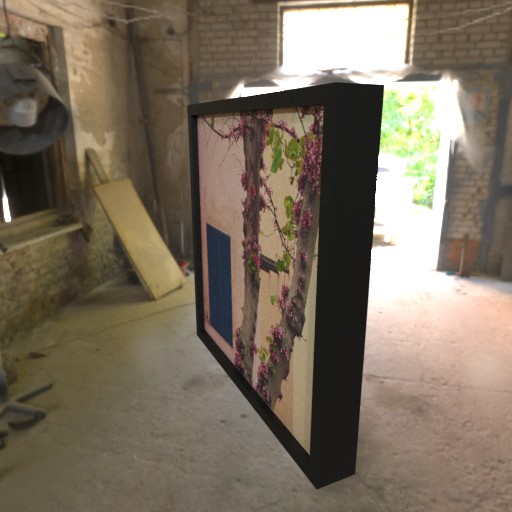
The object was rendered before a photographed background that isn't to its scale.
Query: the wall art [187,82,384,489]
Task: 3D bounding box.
[{"bbox_3d":[0.000,0.000,0.451,0.038,0.304,0.305,-7,18,-24],"label":"wall art"}]
